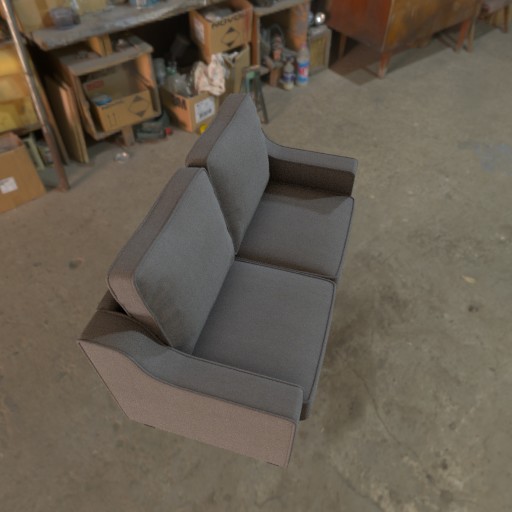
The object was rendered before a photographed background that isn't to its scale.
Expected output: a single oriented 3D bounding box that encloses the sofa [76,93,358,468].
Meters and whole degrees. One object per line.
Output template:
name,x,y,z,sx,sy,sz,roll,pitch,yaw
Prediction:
sofa,0.000,0.000,2.036,0.791,0.948,1.500,12,48,11
